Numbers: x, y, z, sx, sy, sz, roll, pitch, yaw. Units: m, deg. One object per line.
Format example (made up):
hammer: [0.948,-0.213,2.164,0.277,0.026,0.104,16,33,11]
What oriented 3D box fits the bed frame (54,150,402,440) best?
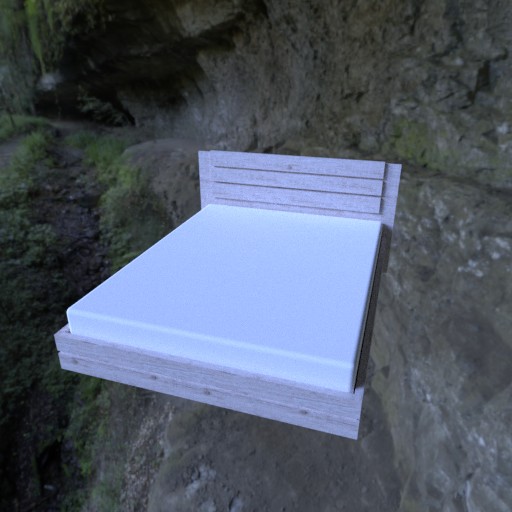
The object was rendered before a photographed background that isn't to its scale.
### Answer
bed frame: [0.000,0.000,3.051,1.750,0.970,2.080,8,26,16]
